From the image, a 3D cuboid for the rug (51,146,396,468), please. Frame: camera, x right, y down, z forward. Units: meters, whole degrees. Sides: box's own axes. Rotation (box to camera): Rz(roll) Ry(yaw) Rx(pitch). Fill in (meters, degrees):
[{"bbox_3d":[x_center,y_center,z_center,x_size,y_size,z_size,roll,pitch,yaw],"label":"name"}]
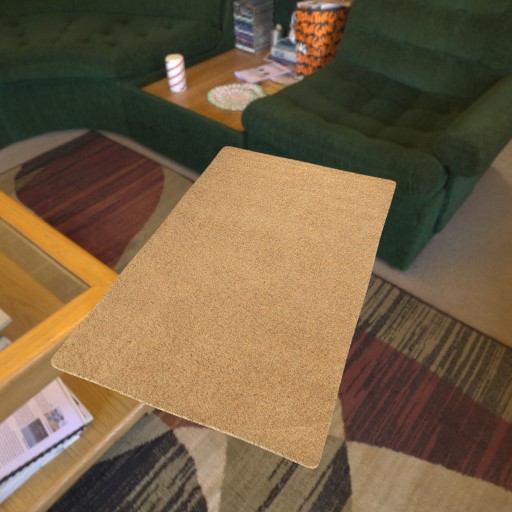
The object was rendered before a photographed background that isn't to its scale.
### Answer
[{"bbox_3d":[0.000,0.000,2.965,1.500,0.025,2.349,15,47,15],"label":"rug"}]
